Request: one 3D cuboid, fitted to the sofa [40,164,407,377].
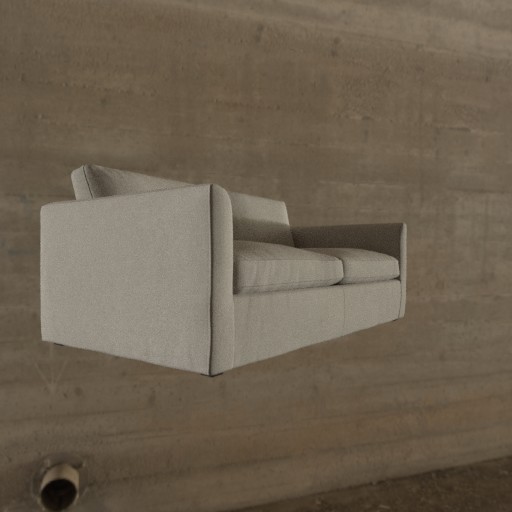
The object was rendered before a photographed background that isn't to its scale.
[{"bbox_3d":[0.000,0.000,2.475,1.091,0.839,1.905,-1,-1,37],"label":"sofa"}]
